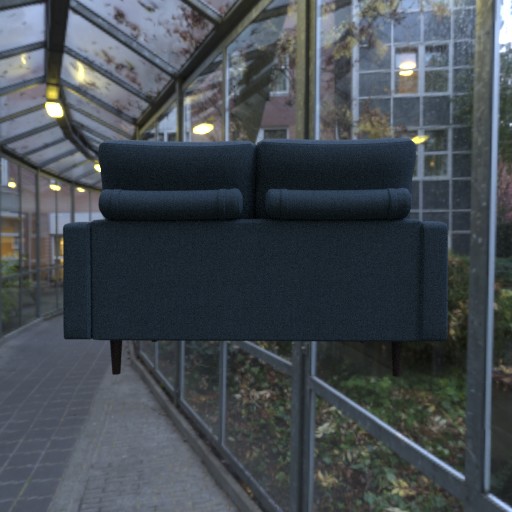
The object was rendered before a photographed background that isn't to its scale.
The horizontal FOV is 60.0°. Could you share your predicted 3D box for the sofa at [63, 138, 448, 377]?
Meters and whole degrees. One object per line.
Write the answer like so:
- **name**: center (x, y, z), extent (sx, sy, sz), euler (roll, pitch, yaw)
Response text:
- **sofa**: center (0.000, 0.000, 1.987), extent (1.407, 0.907, 0.842), euler (0, 1, 1)
